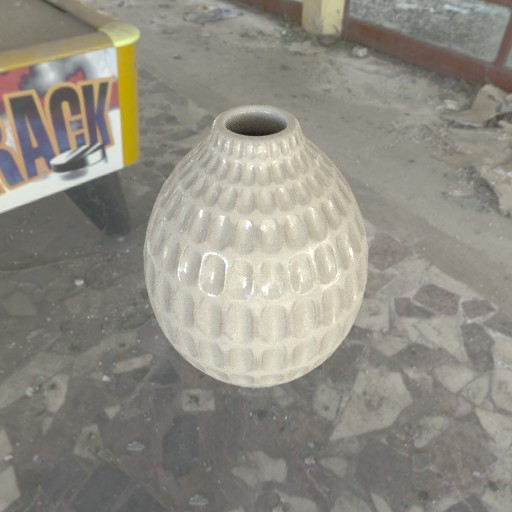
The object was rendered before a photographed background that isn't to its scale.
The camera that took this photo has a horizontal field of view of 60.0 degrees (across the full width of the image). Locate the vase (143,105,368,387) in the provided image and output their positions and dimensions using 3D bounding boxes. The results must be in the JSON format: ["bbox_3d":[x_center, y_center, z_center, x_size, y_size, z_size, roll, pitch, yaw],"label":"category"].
[{"bbox_3d":[0.000,0.000,0.258,0.128,0.167,0.128,0,42,0],"label":"vase"}]
